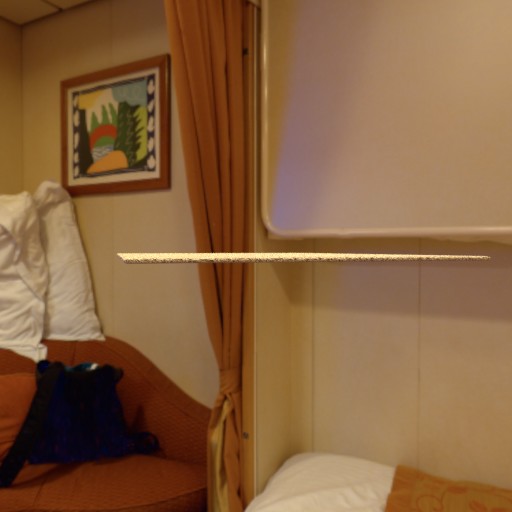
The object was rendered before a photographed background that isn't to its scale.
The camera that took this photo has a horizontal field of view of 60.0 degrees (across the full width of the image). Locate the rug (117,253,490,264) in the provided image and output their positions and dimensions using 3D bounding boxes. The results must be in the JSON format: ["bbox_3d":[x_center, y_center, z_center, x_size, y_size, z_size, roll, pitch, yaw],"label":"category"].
[{"bbox_3d":[0.000,0.000,4.128,2.438,0.029,3.047,0,1,-18],"label":"rug"}]
